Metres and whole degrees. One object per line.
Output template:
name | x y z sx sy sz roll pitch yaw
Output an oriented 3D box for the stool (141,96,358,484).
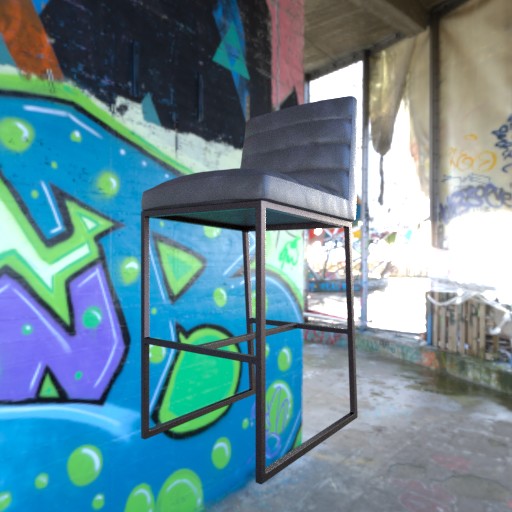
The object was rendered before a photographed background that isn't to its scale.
stool | 0.000 0.000 1.379 0.463 1.065 0.562 0 0 37
